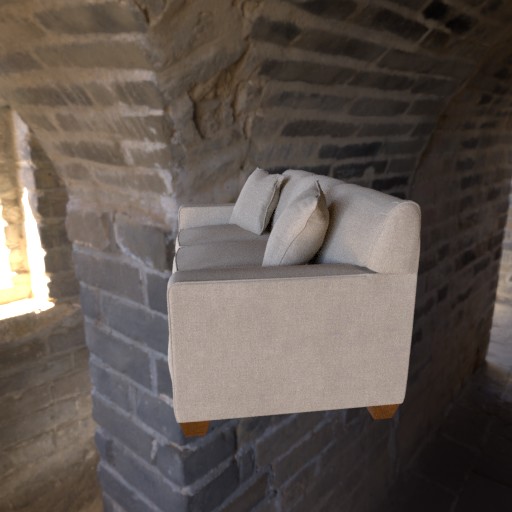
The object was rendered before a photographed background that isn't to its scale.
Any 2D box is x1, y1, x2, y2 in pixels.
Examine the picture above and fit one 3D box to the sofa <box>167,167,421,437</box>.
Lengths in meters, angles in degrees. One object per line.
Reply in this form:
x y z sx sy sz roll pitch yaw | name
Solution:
0.000 0.000 2.622 0.997 0.958 2.024 -2 15 -8 | sofa
